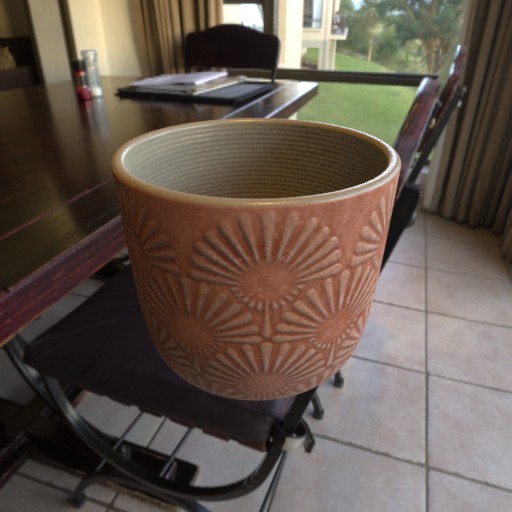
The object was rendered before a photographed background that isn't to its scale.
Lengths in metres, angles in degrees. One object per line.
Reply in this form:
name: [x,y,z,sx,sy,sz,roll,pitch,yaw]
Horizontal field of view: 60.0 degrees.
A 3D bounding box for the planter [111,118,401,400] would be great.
planter: [0.000,0.000,0.222,0.124,0.109,0.124,0,30,0]
